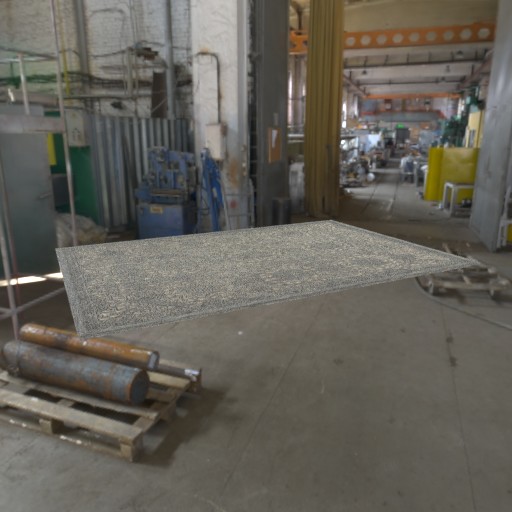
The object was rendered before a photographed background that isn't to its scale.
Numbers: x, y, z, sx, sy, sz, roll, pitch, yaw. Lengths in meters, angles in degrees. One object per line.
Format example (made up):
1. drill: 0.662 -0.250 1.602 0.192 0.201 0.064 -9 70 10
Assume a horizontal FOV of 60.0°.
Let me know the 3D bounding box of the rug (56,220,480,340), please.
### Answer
1. rug: 0.000 0.000 2.270 1.819 0.012 1.208 -8 17 -26
